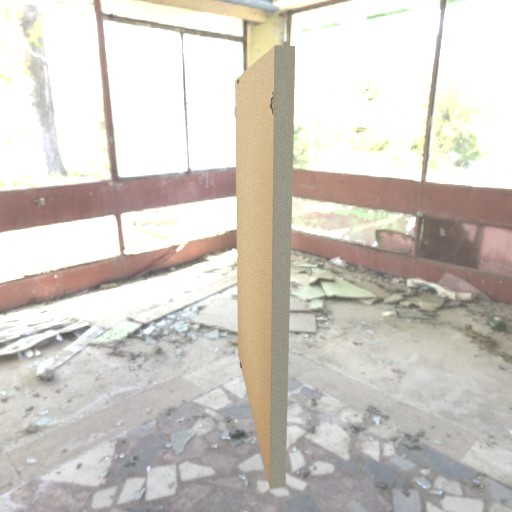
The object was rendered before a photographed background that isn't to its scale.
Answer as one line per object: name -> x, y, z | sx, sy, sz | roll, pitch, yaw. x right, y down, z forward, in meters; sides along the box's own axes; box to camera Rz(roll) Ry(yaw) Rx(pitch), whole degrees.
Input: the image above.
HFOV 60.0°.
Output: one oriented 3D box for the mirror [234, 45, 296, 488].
mirror -> 0.000, 0.000, 1.161 | 0.041, 0.914, 0.609 | -3, 17, -9
